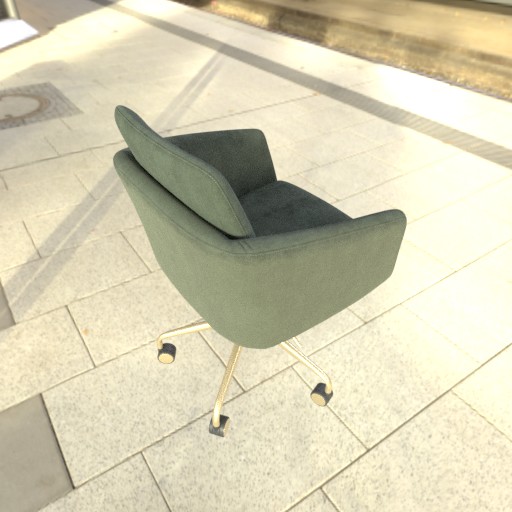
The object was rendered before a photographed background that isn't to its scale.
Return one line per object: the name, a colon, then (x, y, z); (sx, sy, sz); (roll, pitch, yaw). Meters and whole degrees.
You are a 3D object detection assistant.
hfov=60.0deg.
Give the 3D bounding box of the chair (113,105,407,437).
chair: (0.000, 0.000, 1.320); (0.635, 0.908, 0.641); (-25, 44, -28)
